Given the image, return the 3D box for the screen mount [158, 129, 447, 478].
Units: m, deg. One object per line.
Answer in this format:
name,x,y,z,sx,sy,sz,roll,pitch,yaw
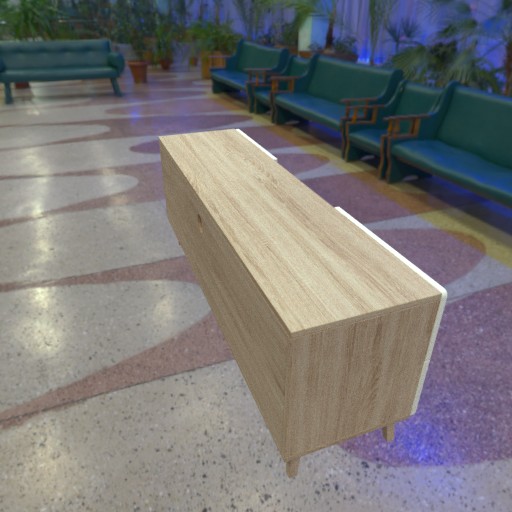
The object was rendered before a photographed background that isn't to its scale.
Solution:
screen mount,0.000,0.000,1.711,0.420,0.570,1.500,-11,33,-18
